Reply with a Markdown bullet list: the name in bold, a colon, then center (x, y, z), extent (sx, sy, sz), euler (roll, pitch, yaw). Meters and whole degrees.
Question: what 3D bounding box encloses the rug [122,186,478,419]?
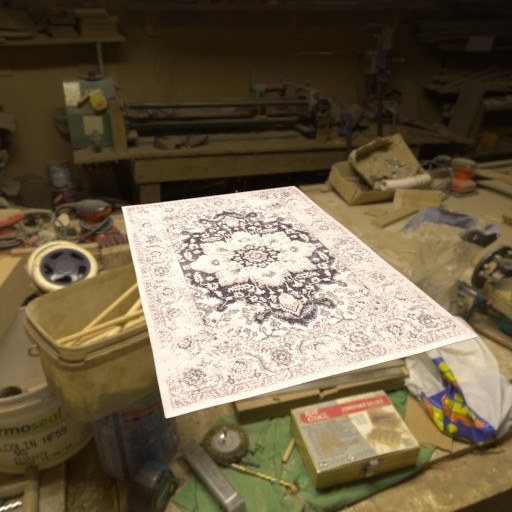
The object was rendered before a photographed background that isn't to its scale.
- **rug**: center (0.000, 0.000, 2.307), extent (1.223, 0.008, 1.813), euler (-10, 30, -17)
